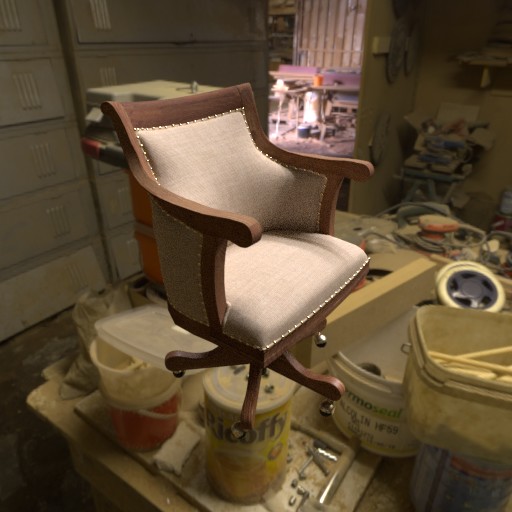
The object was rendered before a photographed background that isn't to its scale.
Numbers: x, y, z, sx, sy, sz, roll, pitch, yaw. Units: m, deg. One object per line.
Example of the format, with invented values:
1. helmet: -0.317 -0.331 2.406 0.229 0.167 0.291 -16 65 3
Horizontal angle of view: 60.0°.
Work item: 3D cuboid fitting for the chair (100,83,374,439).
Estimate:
1. chair: 0.000 0.000 1.421 0.689 0.965 0.656 19 32 32
